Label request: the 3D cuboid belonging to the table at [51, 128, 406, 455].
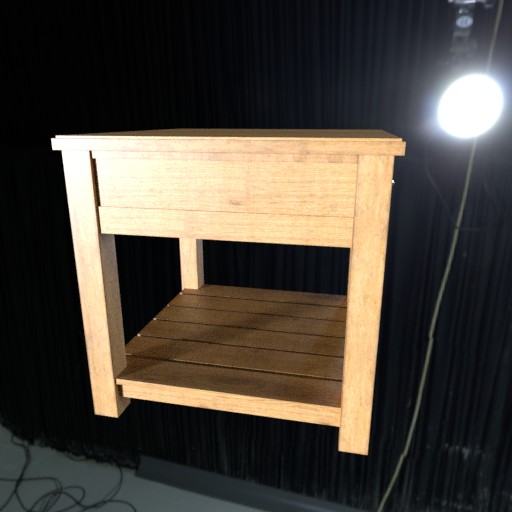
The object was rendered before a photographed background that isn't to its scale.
[{"bbox_3d":[0.000,0.000,1.100,0.612,0.593,0.616,4,18,12],"label":"table"}]
